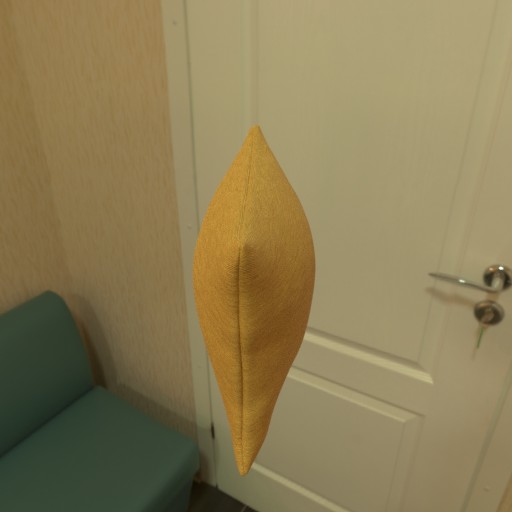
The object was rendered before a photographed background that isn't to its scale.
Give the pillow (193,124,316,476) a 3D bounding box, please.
[{"bbox_3d":[0.000,0.000,0.804,0.210,0.354,0.634,1,28,1],"label":"pillow"}]
